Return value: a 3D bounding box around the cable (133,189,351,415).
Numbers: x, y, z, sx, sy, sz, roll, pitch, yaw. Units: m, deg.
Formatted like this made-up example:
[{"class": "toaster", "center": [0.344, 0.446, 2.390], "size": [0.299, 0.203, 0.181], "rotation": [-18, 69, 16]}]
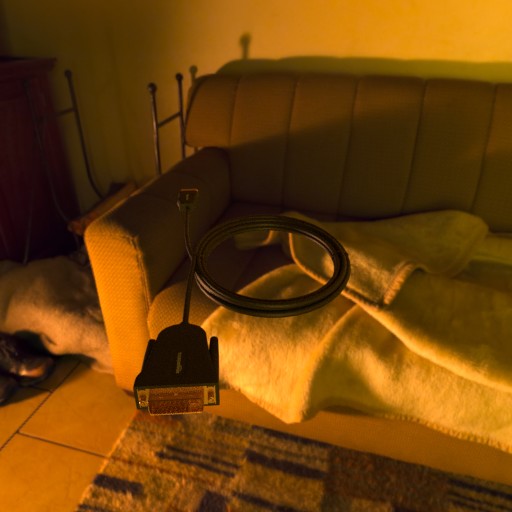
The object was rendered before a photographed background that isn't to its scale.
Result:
[{"class": "cable", "center": [0.000, 0.000, 0.330], "size": [0.136, 0.015, 0.281], "rotation": [-2, 29, -3]}]
